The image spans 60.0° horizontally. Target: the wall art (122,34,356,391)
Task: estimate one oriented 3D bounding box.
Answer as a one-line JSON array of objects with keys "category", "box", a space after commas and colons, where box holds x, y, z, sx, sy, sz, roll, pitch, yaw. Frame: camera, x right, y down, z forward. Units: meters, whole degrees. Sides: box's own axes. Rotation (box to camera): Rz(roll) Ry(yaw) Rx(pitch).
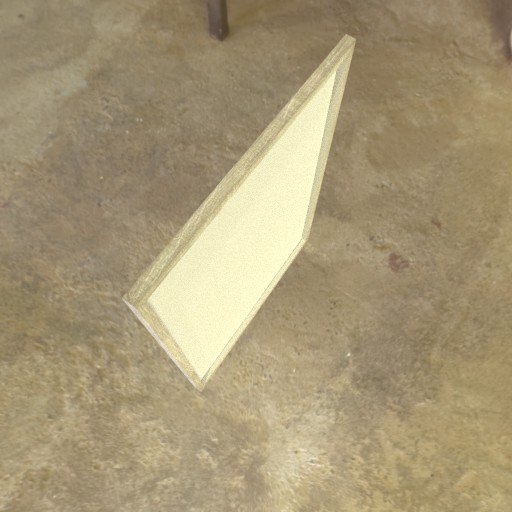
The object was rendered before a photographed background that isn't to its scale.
[{"category": "wall art", "box": [0.000, 0.000, 1.353, 0.035, 1.022, 0.781, 31, 69, 14]}]
